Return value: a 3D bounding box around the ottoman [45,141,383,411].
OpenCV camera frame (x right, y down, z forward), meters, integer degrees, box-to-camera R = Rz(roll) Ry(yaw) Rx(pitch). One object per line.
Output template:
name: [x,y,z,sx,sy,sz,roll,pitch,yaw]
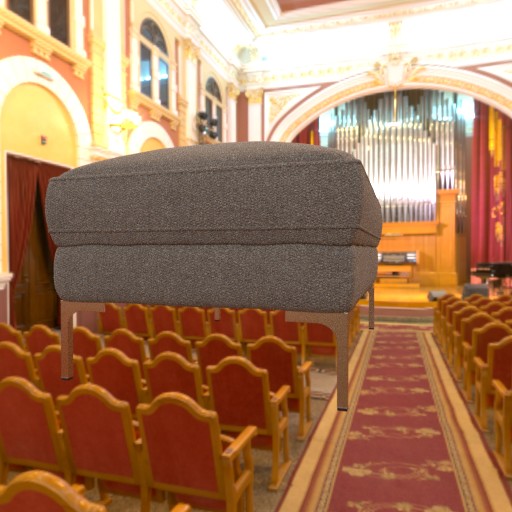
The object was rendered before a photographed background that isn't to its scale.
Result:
ottoman: [0.000,0.000,1.112,0.583,0.464,0.785,0,1,18]
